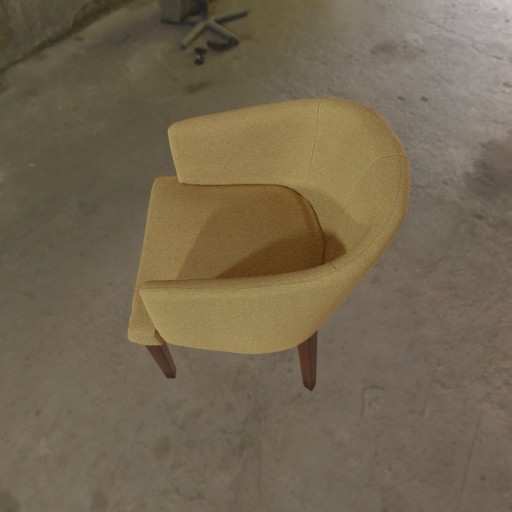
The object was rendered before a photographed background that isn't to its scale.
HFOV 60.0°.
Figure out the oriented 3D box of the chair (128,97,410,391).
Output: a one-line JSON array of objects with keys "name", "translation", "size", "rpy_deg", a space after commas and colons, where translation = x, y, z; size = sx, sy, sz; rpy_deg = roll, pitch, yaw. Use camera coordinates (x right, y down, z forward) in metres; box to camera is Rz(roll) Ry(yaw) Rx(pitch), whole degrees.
[{"name": "chair", "translation": [0.000, 0.000, 1.282], "size": [0.655, 0.811, 0.583], "rpy_deg": [1, 58, 1]}]
